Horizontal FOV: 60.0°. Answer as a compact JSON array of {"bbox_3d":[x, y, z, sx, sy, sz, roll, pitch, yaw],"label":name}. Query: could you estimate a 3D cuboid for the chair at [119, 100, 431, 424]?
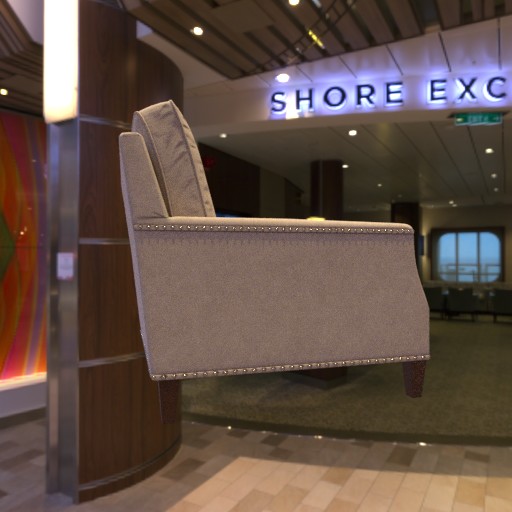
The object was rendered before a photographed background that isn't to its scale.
[{"bbox_3d":[0.000,0.000,1.731,1.014,0.943,0.853,0,0,-16],"label":"chair"}]
